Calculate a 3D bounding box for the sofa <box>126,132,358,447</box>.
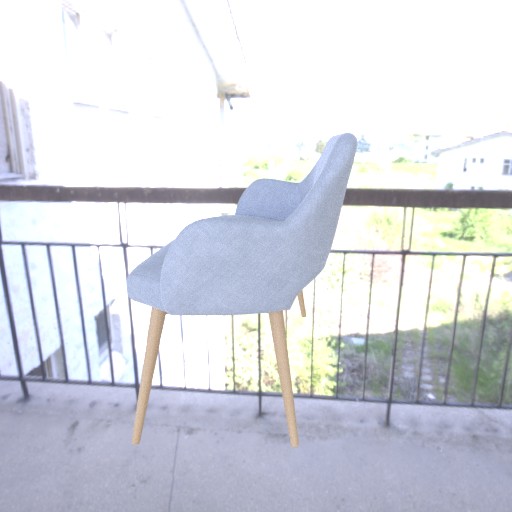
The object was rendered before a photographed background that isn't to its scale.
[{"bbox_3d":[0.000,0.000,1.586,0.610,0.840,1.150,2,15,7],"label":"sofa"}]
